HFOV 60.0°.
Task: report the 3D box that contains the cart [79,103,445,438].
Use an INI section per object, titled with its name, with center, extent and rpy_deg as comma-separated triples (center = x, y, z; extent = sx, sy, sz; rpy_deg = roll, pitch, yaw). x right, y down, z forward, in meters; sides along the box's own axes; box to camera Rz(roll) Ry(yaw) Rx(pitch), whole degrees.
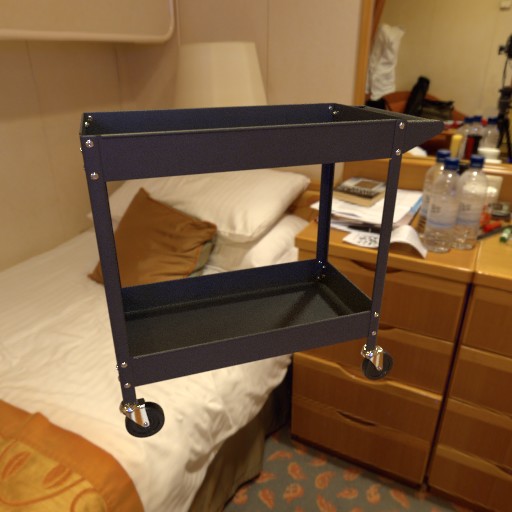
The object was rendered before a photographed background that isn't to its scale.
[cart]
center = 0.000, 0.000, 1.170
extent = 0.779, 0.719, 0.366
rpy_deg = -8, 26, -17
